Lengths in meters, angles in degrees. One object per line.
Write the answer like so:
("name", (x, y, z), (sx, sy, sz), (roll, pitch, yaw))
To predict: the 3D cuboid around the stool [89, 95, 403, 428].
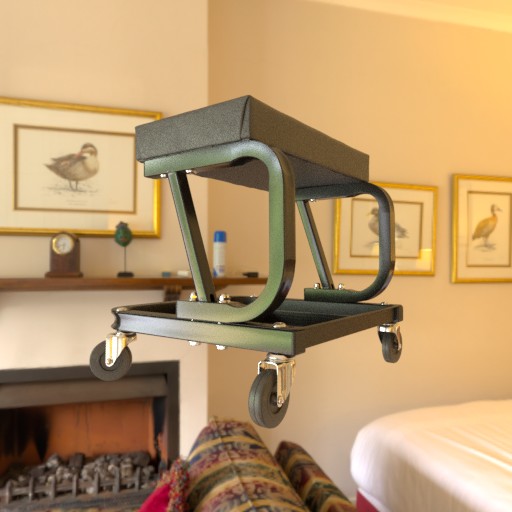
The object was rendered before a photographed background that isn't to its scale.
("stool", (0.000, 0.000, 0.738), (0.371, 0.380, 0.446), (-1, -1, 36))
